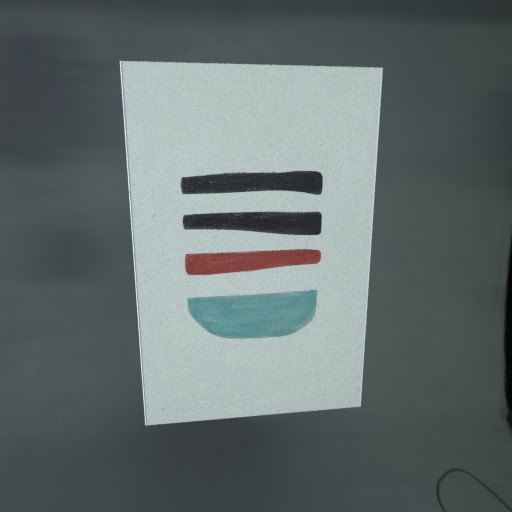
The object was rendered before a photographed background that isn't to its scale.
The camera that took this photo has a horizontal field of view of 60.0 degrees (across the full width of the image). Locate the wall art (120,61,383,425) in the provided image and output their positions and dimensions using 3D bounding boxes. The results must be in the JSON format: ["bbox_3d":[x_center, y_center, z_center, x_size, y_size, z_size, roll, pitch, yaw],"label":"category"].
[{"bbox_3d":[0.000,0.000,1.140,0.607,0.912,0.038,-2,14,-8],"label":"wall art"}]
